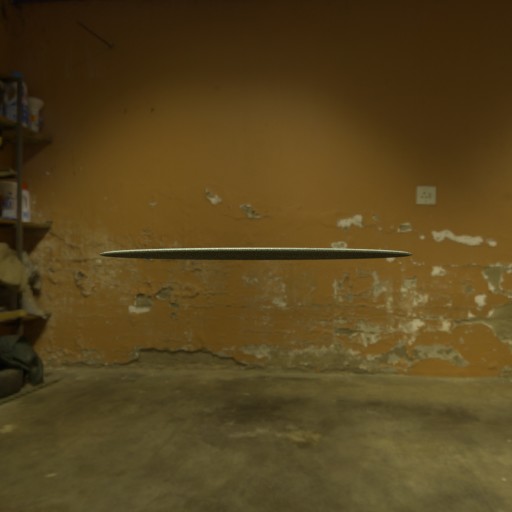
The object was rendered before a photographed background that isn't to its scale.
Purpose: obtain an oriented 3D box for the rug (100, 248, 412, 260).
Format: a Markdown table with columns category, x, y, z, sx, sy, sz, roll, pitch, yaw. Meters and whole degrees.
| category | x | y | z | sx | sy | sz | roll | pitch | yaw |
| --- | --- | --- | --- | --- | --- | --- | --- | --- | --- |
| rug | 0.000 | 0.000 | 2.392 | 1.593 | 0.012 | 1.593 | 0 | -2 | 0 |
